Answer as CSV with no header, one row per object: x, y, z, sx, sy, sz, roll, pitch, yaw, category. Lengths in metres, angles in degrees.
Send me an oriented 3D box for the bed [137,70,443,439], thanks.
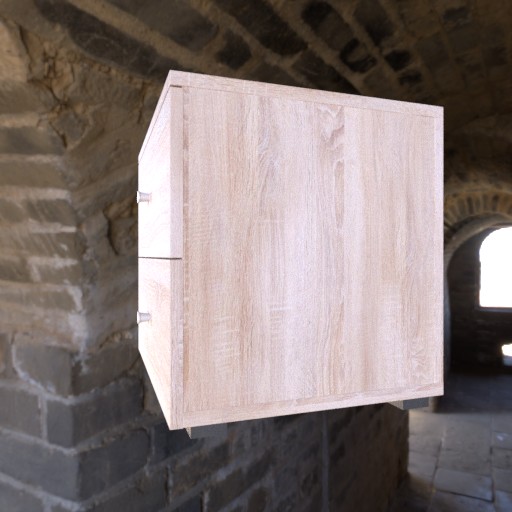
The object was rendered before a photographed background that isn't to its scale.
0.000,0.000,0.776,0.401,0.420,0.460,0,0,-19,bed
